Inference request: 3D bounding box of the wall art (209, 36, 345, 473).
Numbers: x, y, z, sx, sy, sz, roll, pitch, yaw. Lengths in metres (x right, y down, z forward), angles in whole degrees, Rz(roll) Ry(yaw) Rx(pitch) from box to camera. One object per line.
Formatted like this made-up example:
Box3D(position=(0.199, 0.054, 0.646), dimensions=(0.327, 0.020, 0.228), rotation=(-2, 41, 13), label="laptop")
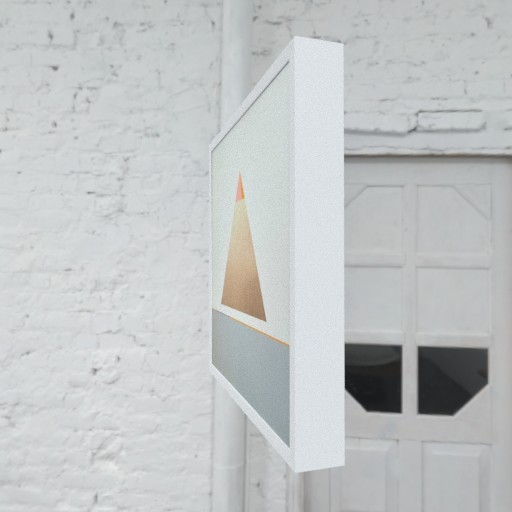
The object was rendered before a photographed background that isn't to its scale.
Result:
Box3D(position=(0.000, 0.000, 0.460), dimensions=(0.038, 0.304, 0.305), rotation=(0, -1, -17), label="wall art")
